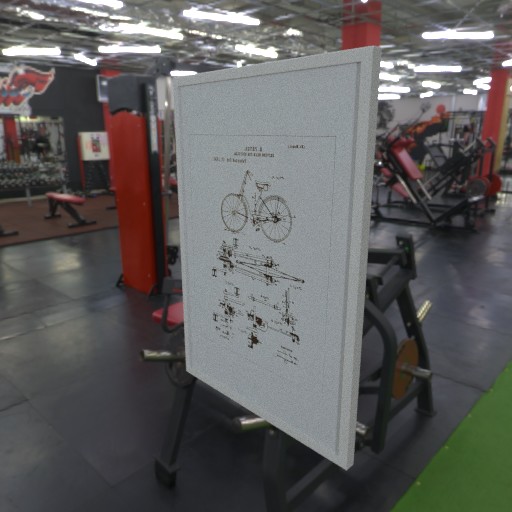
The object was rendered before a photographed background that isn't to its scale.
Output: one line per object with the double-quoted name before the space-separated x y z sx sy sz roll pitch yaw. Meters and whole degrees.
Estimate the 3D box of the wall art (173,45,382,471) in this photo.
"wall art" 0.000 0.000 0.598 0.015 0.477 0.332 -14 21 -42
